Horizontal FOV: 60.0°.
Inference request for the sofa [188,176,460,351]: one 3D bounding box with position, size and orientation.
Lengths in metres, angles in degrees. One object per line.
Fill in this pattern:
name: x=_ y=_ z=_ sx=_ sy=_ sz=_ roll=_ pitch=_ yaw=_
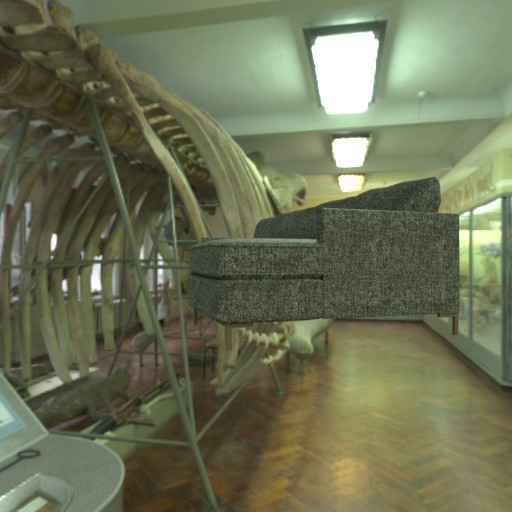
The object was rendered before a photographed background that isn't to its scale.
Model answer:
sofa: x=0.000 y=0.000 z=3.988 sx=1.488 sy=0.970 sz=3.384 roll=0 pitch=0 yaw=-18
